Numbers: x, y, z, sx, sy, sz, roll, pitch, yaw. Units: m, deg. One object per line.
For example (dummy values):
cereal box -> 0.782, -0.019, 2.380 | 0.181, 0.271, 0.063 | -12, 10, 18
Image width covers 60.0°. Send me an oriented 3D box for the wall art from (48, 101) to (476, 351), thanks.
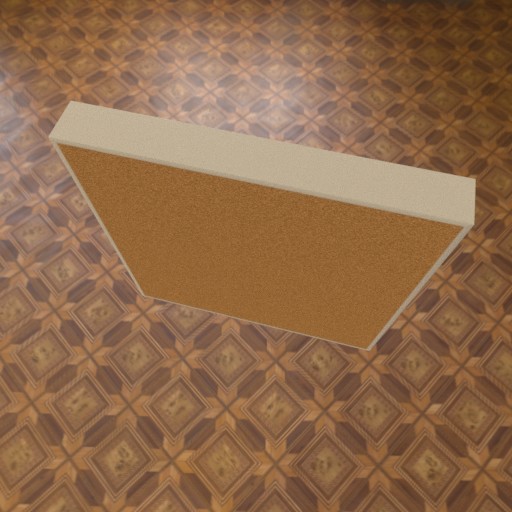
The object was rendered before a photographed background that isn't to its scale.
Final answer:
wall art -> 0.000, 0.000, 0.452 | 0.305, 0.304, 0.038 | 13, 63, 7
